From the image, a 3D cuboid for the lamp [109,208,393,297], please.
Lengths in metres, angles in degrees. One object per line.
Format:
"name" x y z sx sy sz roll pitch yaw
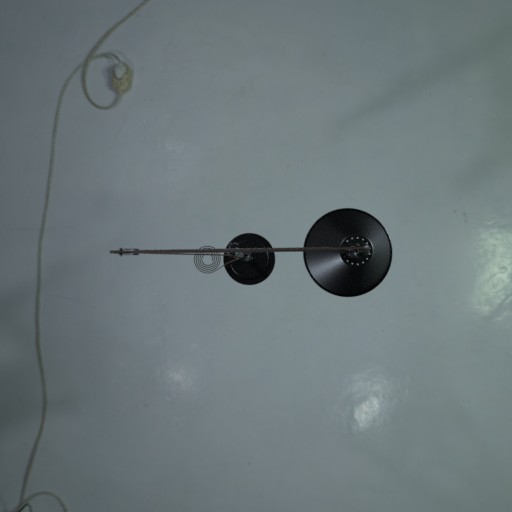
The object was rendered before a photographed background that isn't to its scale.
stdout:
"lamp" 0.000 0.000 1.921 0.904 1.626 0.319 0 89 1
